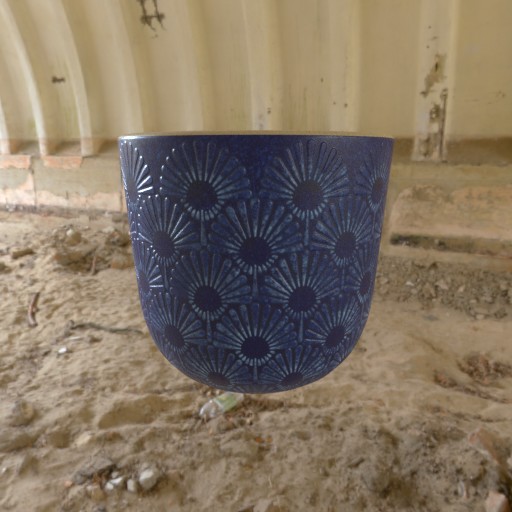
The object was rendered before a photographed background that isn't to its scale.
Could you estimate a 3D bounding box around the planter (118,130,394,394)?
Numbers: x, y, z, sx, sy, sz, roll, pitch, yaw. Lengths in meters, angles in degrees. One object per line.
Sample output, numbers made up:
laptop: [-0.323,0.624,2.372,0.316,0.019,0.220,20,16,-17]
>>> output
planter: [0.000,0.000,0.366,0.206,0.190,0.206,0,13,0]
